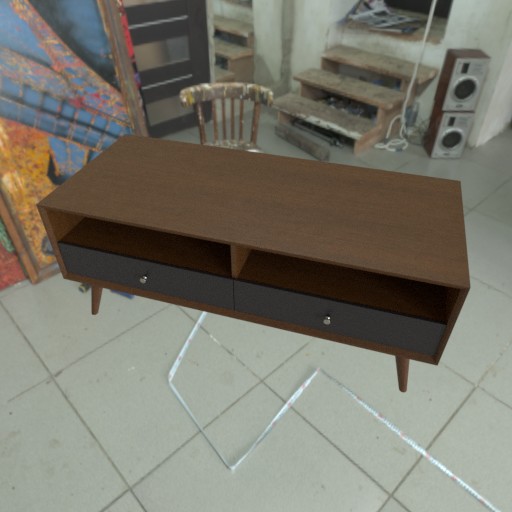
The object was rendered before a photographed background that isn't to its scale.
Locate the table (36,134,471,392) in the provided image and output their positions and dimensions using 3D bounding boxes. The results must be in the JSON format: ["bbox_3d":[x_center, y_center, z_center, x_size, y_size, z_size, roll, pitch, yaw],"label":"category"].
[{"bbox_3d":[0.000,0.000,1.410,1.119,0.464,0.490,11,41,13],"label":"table"}]
